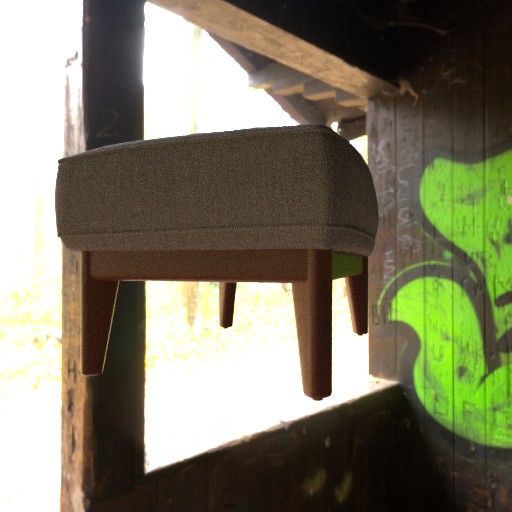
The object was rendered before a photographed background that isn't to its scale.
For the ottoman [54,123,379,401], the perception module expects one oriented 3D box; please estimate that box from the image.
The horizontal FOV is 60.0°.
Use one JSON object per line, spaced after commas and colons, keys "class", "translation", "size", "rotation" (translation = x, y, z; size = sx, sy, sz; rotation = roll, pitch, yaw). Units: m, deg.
{"class": "ottoman", "translation": [0.000, 0.000, 1.066], "size": [0.555, 0.458, 0.750], "rotation": [0, -1, 19]}
